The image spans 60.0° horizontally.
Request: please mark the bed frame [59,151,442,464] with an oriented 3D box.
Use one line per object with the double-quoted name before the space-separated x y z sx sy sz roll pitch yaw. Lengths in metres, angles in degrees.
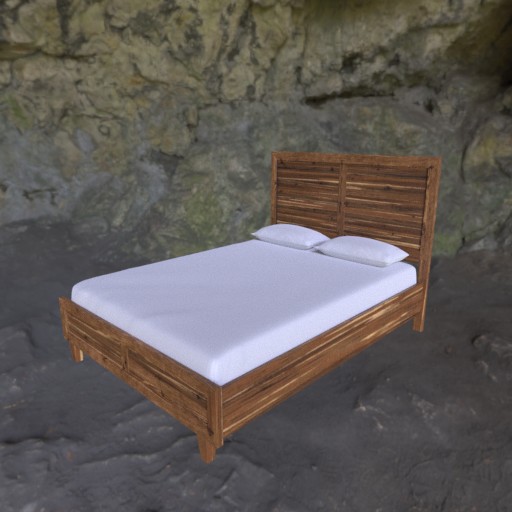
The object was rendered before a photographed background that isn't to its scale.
"bed frame" 0.000 0.000 3.302 1.696 1.417 2.276 14 21 42
